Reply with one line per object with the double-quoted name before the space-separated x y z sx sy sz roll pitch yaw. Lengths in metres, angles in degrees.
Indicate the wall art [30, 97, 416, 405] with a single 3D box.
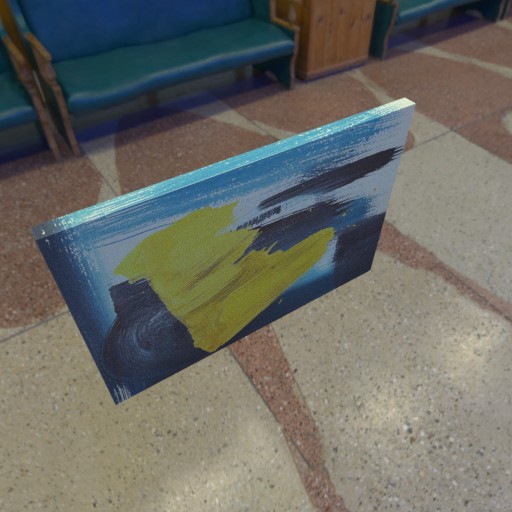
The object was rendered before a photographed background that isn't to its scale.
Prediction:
"wall art" 0.000 0.000 1.153 0.914 0.610 0.039 -24 50 -22
